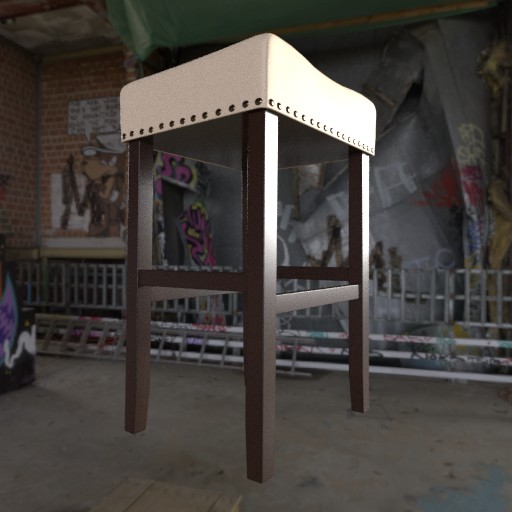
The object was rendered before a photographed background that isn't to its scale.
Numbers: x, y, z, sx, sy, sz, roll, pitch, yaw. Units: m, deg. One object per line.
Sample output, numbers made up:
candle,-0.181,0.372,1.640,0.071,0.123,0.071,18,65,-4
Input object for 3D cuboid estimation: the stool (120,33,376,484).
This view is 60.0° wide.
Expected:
stool,0.000,0.000,1.029,0.401,0.762,0.471,0,0,37
